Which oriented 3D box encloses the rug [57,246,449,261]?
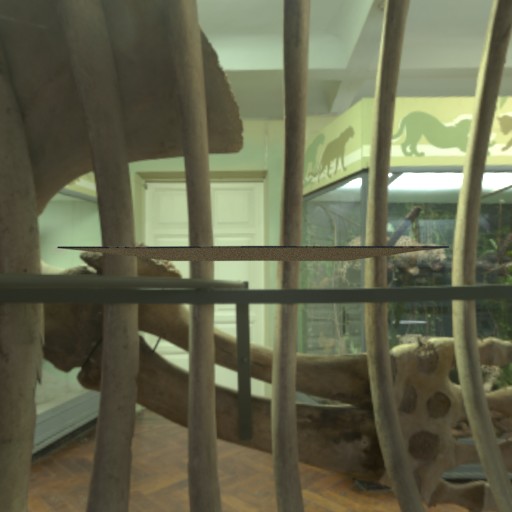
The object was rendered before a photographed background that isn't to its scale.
[{"bbox_3d":[0.000,0.000,2.755,1.524,0.013,2.135,0,-2,1],"label":"rug"}]
